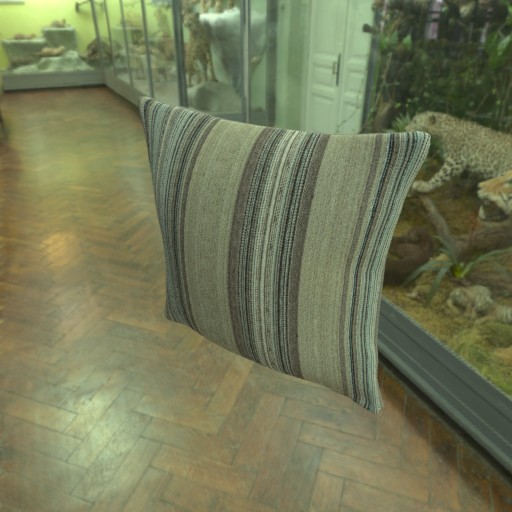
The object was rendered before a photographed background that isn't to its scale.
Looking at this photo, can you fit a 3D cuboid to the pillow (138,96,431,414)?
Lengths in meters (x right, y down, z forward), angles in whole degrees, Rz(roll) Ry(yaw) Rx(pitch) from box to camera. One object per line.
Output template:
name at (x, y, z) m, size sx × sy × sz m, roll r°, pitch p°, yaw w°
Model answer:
pillow at (0.000, 0.000, 0.658) m, size 0.435 × 0.416 × 0.189 m, roll 18°, pitch 34°, yaw 29°
